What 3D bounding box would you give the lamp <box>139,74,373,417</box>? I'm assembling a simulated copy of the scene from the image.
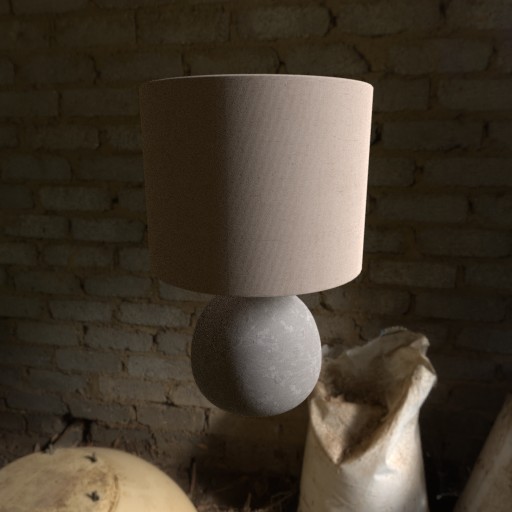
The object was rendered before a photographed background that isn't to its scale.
[{"bbox_3d":[0.000,0.000,0.578,0.269,0.409,0.269,-8,17,-27],"label":"lamp"}]
